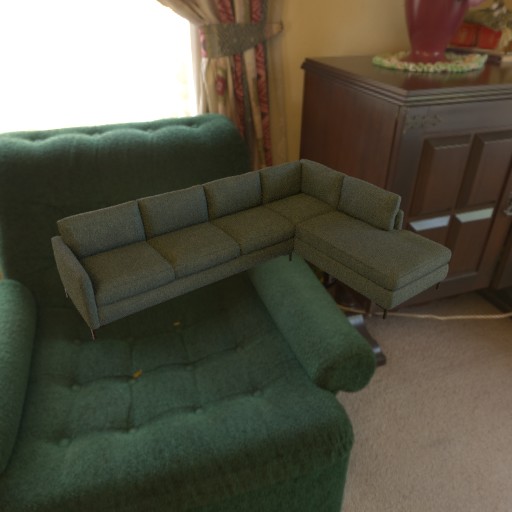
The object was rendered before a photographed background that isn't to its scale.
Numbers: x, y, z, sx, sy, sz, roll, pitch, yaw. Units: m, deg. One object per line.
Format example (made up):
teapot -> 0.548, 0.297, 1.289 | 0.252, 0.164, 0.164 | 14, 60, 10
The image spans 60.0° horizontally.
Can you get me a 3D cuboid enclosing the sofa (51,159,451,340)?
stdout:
sofa -> 0.000, 0.000, 3.920 | 2.949, 0.815, 2.007 | -20, 36, -30
